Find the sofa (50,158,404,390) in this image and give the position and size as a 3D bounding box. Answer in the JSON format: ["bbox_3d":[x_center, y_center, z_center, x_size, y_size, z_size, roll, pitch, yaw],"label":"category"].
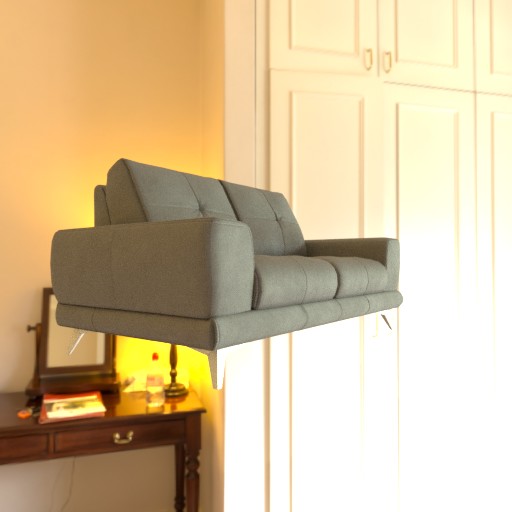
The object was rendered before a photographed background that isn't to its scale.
[{"bbox_3d":[0.000,0.000,2.394,1.018,0.907,1.806,-1,-1,37],"label":"sofa"}]
